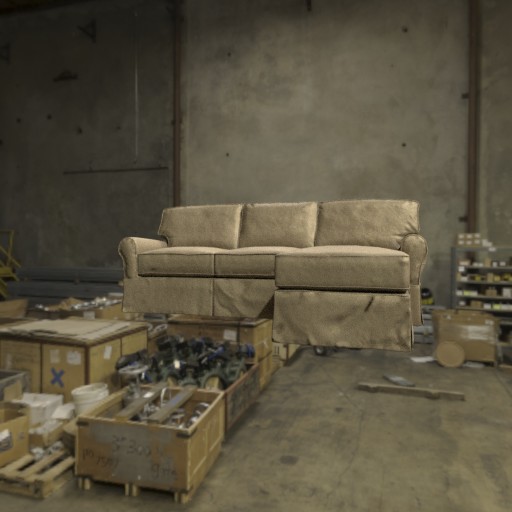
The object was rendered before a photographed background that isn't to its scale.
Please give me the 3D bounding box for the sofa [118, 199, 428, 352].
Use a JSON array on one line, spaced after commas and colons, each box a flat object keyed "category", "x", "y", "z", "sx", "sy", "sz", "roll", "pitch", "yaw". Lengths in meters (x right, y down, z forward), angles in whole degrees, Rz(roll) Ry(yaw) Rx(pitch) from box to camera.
[{"category": "sofa", "x": 0.000, "y": 0.000, "z": 3.411, "sx": 2.475, "sy": 0.978, "sz": 1.733, "roll": 0, "pitch": 1, "yaw": 18}]
